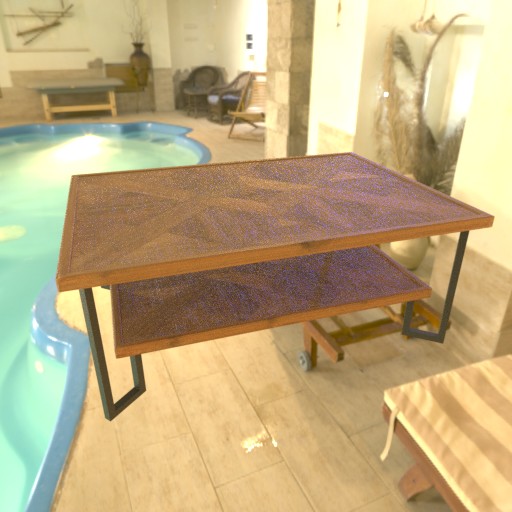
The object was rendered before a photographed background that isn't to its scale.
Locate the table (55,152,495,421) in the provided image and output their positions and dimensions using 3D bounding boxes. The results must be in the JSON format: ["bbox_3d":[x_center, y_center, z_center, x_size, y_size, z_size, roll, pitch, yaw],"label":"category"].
[{"bbox_3d":[0.000,0.000,1.649,1.238,0.492,0.877,-8,28,-16],"label":"table"}]
